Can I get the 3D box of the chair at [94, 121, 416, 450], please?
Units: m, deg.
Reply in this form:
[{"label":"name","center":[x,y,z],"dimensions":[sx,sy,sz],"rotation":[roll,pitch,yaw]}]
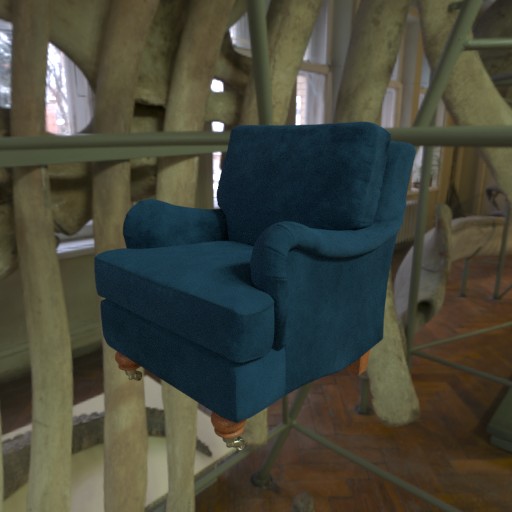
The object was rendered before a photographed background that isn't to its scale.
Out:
[{"label":"chair","center":[0.000,0.000,1.858],"dimensions":[0.895,1.076,1.078],"rotation":[14,20,42]}]
